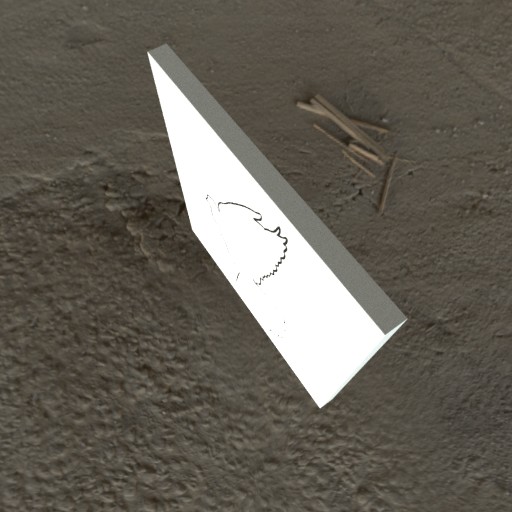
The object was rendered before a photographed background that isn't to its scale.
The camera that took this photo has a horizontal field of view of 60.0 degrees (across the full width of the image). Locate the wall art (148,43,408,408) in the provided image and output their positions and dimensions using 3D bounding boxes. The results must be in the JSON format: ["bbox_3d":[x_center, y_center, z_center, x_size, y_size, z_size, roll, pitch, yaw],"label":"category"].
[{"bbox_3d":[0.000,0.000,0.929,0.038,0.610,0.610,-31,67,-15],"label":"wall art"}]
